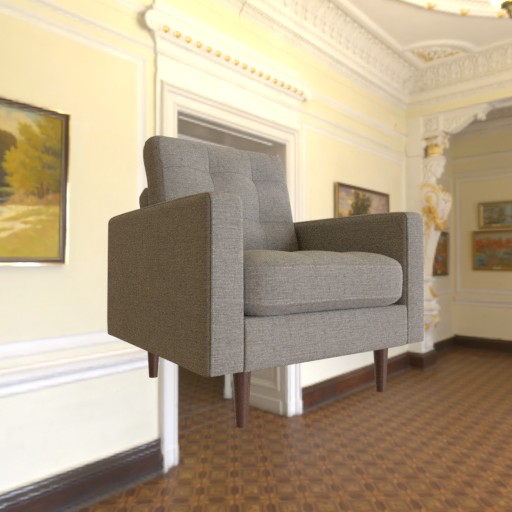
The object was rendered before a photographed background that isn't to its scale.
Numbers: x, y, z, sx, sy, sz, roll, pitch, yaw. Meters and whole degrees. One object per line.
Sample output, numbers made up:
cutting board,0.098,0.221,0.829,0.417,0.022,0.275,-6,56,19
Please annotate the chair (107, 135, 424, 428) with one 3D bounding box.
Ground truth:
chair,0.000,0.000,1.555,0.821,0.880,0.843,1,-1,-35
